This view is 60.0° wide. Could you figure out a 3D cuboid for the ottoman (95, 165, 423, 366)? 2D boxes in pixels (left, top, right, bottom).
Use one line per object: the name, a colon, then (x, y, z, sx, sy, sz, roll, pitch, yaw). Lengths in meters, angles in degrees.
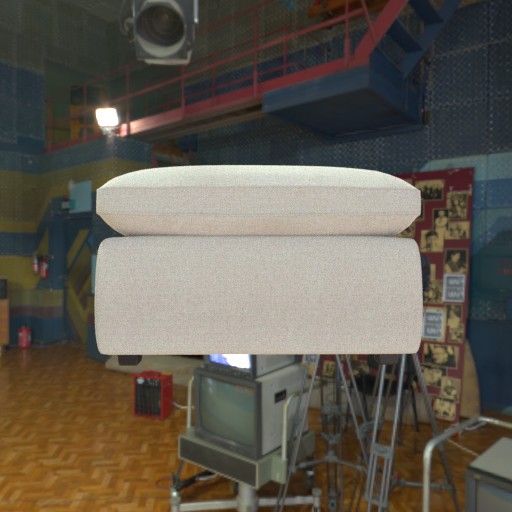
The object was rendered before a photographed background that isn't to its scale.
ottoman: (0.000, 0.000, 1.352, 0.686, 0.453, 0.984, 0, 0, -1)
